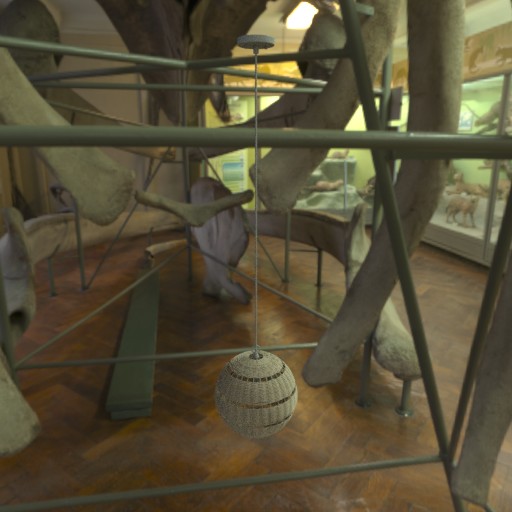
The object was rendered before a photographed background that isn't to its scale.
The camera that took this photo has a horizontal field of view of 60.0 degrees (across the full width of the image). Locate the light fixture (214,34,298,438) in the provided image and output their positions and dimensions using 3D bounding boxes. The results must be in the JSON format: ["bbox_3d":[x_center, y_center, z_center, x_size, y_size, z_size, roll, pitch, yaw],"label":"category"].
[{"bbox_3d":[0.000,0.000,2.249,0.457,2.019,0.457,-2,15,-8],"label":"light fixture"}]
